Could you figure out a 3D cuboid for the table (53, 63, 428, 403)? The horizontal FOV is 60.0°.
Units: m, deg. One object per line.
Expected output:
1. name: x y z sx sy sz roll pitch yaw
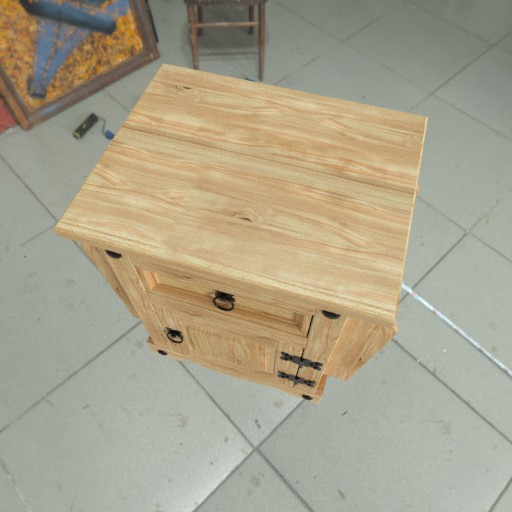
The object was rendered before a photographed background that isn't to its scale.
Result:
1. table: 0.000 0.000 0.886 0.530 0.515 0.380 15 60 9
